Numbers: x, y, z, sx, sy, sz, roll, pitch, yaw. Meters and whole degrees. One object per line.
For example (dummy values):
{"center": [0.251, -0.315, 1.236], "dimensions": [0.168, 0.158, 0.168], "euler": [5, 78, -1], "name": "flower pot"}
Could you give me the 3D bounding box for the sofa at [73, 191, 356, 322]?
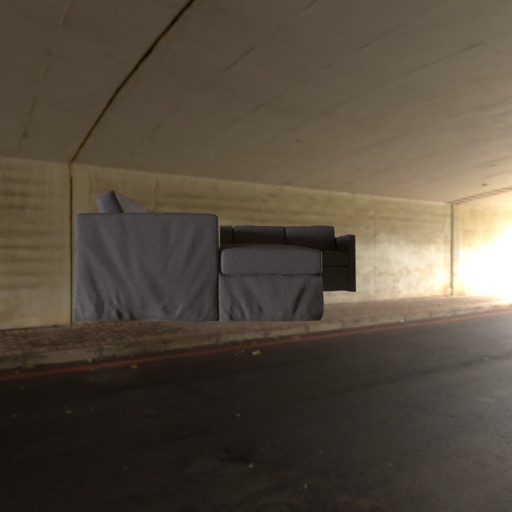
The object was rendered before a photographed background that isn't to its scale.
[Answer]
{"center": [0.000, 0.000, 4.610], "dimensions": [2.476, 0.878, 3.528], "euler": [0, 0, -1], "name": "sofa"}
